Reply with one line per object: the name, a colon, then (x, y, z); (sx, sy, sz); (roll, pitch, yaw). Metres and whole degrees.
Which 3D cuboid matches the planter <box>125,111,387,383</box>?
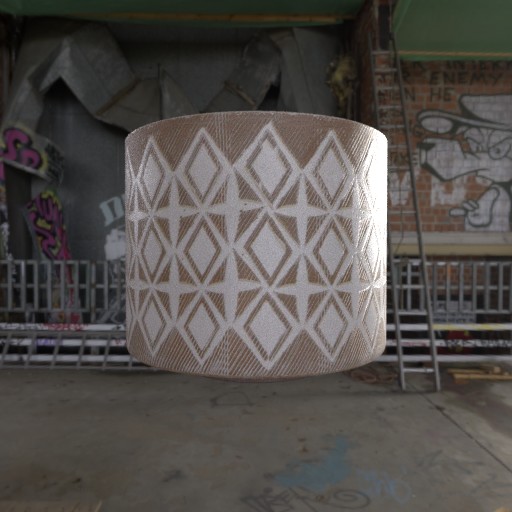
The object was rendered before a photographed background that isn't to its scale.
planter: (0.000, 0.000, 0.342); (0.193, 0.165, 0.193); (0, 1, 0)
